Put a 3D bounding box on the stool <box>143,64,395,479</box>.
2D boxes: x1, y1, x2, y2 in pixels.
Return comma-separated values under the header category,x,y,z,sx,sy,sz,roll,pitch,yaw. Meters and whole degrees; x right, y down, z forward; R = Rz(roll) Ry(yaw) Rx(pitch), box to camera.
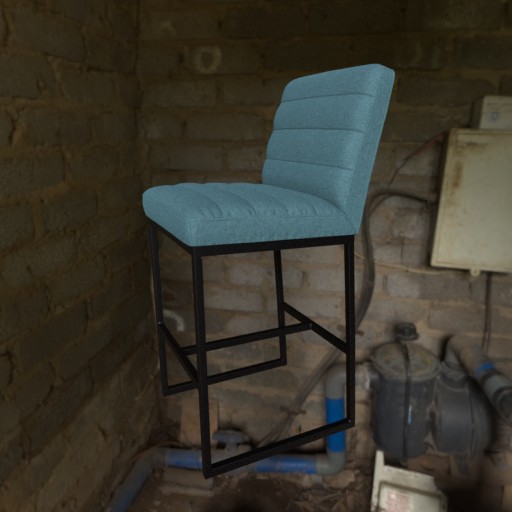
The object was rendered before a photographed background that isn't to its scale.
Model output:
category,x,y,z,sx,sy,sz,roll,pitch,yaw
stool,0.000,0.000,1.311,0.560,1.040,0.460,-8,18,-25
